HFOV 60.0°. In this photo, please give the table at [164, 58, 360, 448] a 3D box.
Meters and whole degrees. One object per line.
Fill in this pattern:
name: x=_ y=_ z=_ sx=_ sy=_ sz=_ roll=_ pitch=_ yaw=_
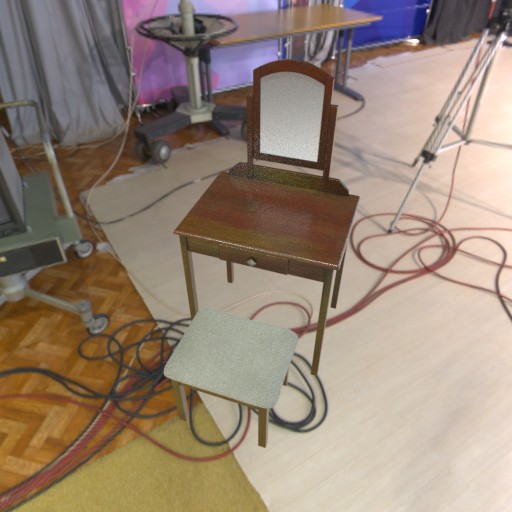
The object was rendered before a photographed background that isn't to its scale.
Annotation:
table: x=0.000 y=0.000 z=2.313 sx=0.876 sy=1.631 sz=1.211 roll=13 pitch=43 yaw=14
